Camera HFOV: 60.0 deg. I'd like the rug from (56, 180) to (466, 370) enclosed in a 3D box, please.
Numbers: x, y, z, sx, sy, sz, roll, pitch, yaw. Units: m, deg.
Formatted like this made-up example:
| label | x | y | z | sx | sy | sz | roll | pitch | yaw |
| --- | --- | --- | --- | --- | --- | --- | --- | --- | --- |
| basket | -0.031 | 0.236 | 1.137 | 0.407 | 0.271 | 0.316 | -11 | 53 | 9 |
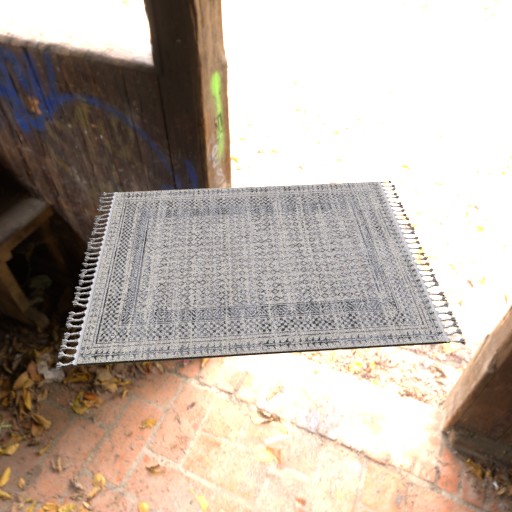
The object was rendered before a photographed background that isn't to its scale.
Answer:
| label | x | y | z | sx | sy | sz | roll | pitch | yaw |
| --- | --- | --- | --- | --- | --- | --- | --- | --- | --- |
| rug | 0.000 | 0.000 | 2.401 | 1.872 | 0.013 | 1.243 | -3 | 46 | -3 |
